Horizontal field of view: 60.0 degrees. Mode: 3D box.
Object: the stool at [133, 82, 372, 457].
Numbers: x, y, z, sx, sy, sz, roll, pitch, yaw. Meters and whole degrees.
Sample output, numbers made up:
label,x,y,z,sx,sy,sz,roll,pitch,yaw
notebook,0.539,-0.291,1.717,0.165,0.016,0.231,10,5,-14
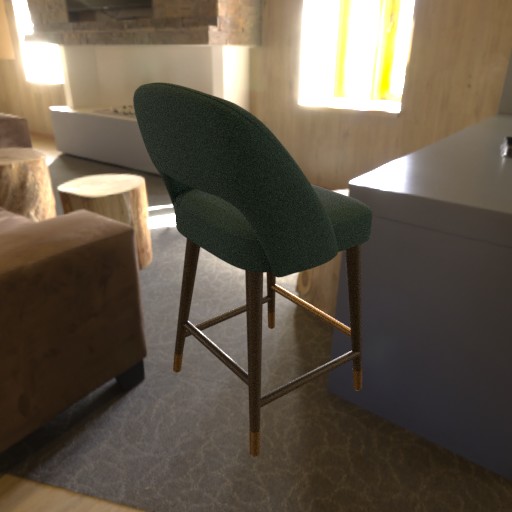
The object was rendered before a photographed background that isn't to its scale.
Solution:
label,x,y,z,sx,sy,sz,roll,pitch,yaw
stool,0.000,0.000,1.261,0.522,0.939,0.536,-18,31,-34
